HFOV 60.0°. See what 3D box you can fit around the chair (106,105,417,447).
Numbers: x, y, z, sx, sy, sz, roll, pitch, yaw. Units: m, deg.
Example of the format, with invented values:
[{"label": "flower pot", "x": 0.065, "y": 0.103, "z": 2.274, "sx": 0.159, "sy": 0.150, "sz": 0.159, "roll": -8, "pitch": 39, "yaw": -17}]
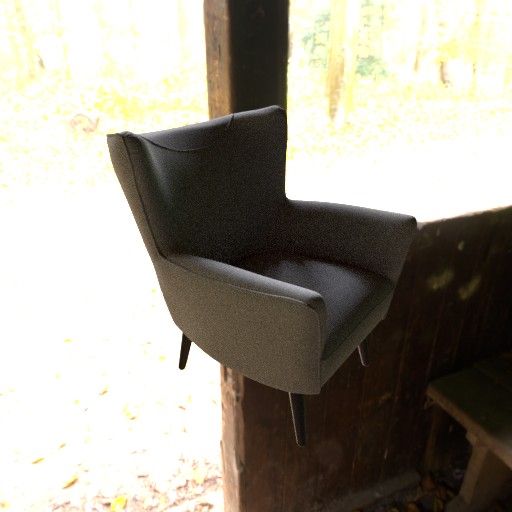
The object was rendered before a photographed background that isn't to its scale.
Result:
[{"label": "chair", "x": 0.000, "y": 0.000, "z": 1.581, "sx": 0.888, "sy": 0.933, "sz": 0.781, "roll": 18, "pitch": 30, "yaw": 33}]
